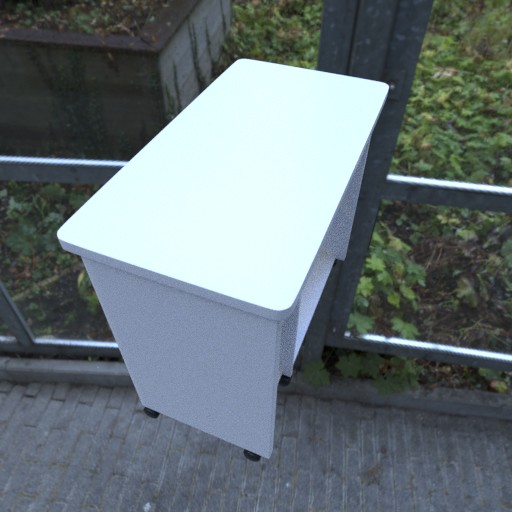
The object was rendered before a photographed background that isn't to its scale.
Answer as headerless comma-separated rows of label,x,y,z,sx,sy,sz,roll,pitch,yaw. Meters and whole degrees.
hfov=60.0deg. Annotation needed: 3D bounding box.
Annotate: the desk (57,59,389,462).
desk,0.000,0.000,1.320,0.475,0.763,0.877,17,49,15
